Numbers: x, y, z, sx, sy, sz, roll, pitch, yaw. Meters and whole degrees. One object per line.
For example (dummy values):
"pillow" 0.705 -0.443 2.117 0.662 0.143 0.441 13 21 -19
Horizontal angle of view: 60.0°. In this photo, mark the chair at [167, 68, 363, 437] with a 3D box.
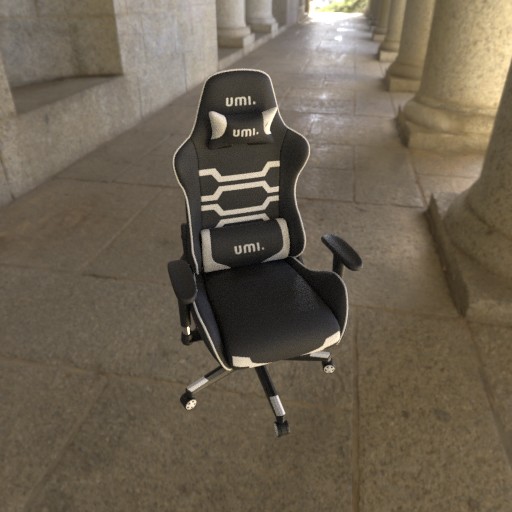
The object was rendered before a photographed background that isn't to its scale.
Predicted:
"chair" 0.000 0.000 1.651 0.700 1.240 0.700 -10 33 -15
